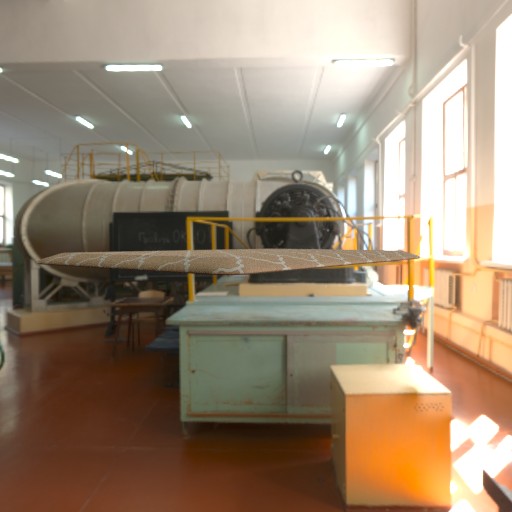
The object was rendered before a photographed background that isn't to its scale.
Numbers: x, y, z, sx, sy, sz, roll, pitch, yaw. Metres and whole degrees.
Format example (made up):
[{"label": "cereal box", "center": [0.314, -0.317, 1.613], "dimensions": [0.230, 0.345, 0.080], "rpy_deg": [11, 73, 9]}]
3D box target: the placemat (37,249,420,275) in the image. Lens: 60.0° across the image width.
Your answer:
[{"label": "placemat", "center": [0.000, 0.000, 0.993], "dimensions": [0.508, 0.021, 0.762], "rpy_deg": [1, 2, 37]}]
